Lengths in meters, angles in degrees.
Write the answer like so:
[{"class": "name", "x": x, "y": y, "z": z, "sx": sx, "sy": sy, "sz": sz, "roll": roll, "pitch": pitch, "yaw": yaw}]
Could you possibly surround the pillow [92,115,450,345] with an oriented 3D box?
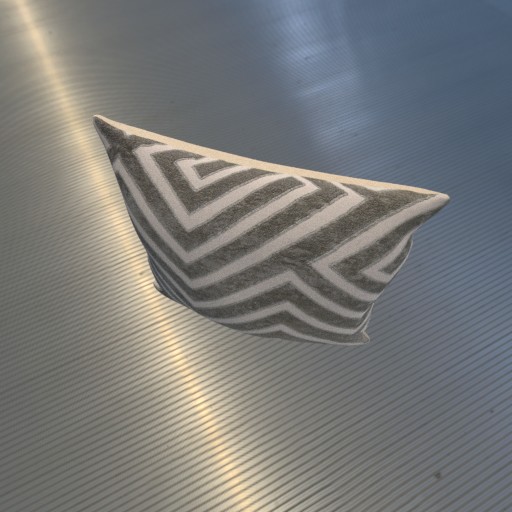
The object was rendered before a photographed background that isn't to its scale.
[{"class": "pillow", "x": 0.000, "y": 0.000, "z": 0.688, "sx": 0.440, "sy": 0.441, "sz": 0.182, "roll": 14, "pitch": 59, "yaw": 9}]
